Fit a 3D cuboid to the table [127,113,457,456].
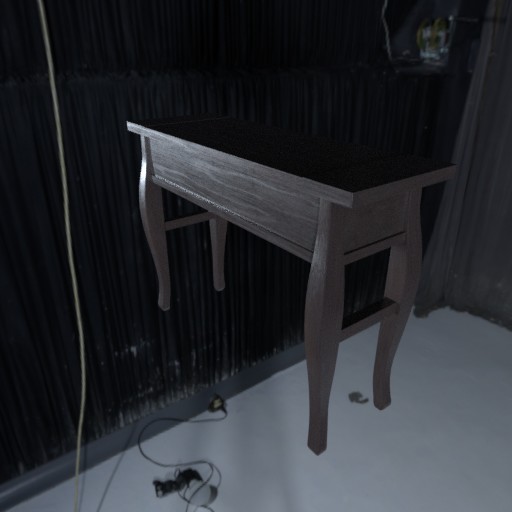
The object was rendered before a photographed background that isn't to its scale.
[{"bbox_3d":[0.000,0.000,1.469,0.373,0.768,1.062,-18,31,-33],"label":"table"}]
